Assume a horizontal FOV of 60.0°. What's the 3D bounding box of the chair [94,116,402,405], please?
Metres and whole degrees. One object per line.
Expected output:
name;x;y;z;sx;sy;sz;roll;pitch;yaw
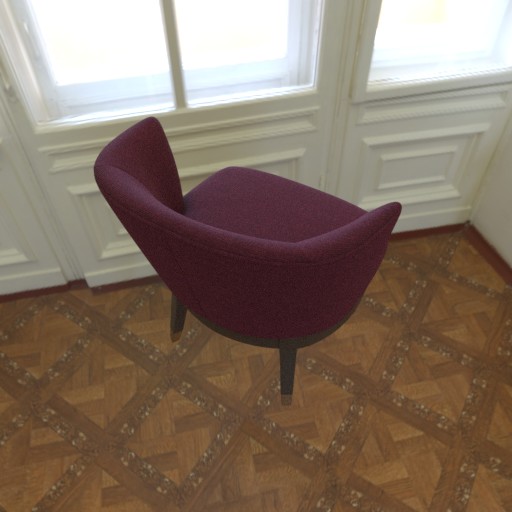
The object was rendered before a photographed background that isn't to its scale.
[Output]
chair;0.000;0.000;1.286;0.700;0.760;0.660;24;51;21
